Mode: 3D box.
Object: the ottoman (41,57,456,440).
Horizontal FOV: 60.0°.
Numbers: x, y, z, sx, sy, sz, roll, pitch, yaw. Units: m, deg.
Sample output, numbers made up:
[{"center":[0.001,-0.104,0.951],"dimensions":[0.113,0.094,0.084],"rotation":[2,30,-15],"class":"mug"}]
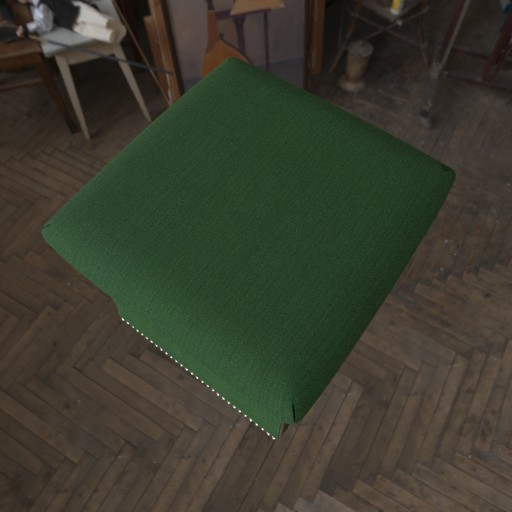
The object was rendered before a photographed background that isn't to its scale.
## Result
[{"center":[0.000,0.000,0.882],"dimensions":[0.497,0.475,0.507],"rotation":[33,68,16],"class":"ottoman"}]
